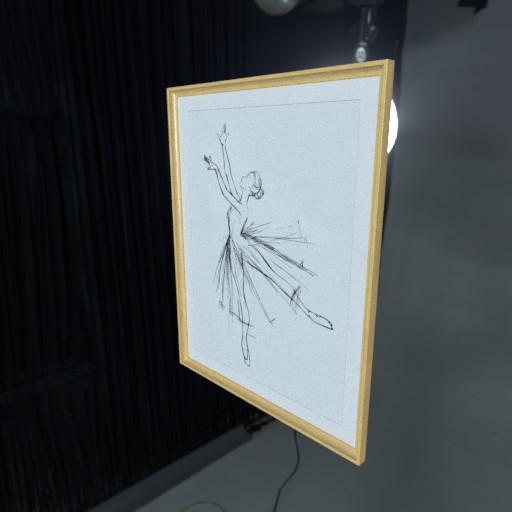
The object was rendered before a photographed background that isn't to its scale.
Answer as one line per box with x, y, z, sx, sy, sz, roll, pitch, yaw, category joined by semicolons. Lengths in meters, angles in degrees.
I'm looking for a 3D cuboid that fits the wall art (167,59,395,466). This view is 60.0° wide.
0.000;0.000;1.331;0.798;1.002;0.030;14;20;43;wall art
